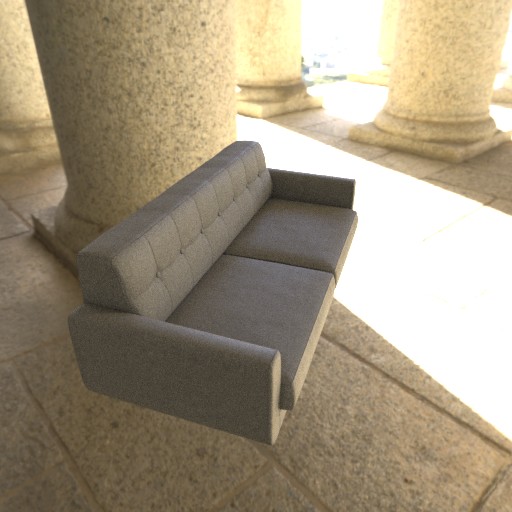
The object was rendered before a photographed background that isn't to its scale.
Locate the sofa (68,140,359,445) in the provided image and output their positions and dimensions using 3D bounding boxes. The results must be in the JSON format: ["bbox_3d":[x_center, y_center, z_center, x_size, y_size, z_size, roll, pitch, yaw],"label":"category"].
[{"bbox_3d":[0.000,0.000,2.618,0.968,0.873,2.055,10,32,17],"label":"sofa"}]
